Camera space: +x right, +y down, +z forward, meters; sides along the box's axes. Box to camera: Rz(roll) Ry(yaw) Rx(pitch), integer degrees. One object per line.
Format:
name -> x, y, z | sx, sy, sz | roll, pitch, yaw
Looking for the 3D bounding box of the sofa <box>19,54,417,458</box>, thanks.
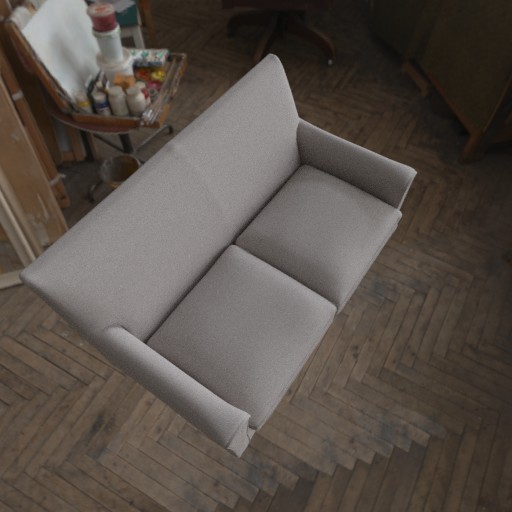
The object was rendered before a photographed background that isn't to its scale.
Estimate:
sofa -> 0.000, 0.000, 2.007 | 0.888, 0.890, 1.482 | 31, 63, 18
